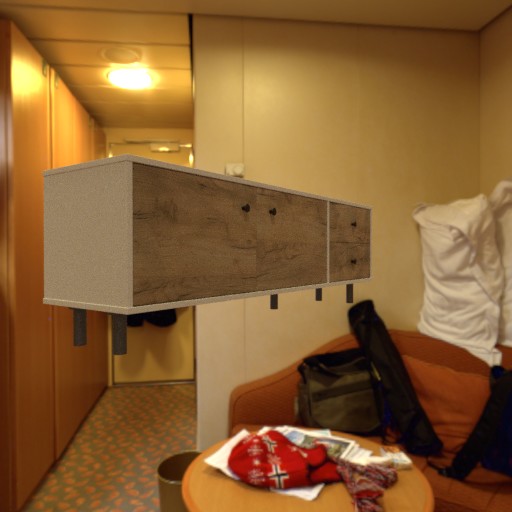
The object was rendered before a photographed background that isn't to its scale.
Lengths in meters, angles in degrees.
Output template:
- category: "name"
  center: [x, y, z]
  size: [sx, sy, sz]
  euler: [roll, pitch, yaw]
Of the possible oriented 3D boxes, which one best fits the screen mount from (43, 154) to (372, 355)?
- category: "screen mount"
  center: [0.000, 0.000, 1.856]
  size: [0.418, 0.520, 1.600]
  euler: [0, 1, 36]
